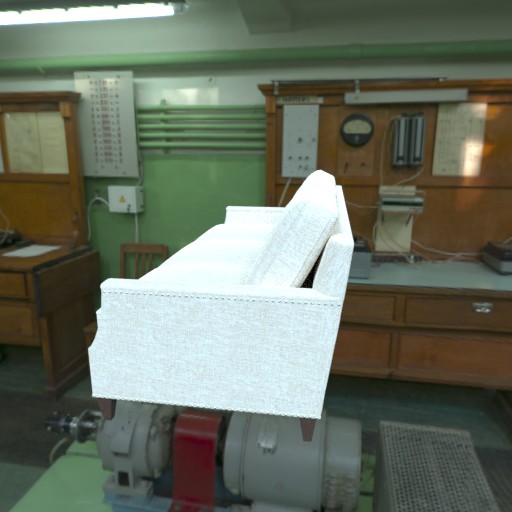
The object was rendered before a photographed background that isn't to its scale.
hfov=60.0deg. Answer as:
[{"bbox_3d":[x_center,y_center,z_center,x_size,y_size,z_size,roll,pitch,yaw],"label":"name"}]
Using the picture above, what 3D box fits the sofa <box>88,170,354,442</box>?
[{"bbox_3d":[0.000,0.000,2.721,1.041,0.940,2.210,2,14,9],"label":"sofa"}]
